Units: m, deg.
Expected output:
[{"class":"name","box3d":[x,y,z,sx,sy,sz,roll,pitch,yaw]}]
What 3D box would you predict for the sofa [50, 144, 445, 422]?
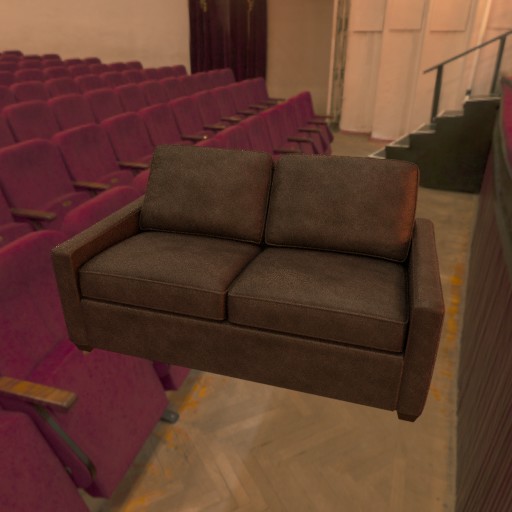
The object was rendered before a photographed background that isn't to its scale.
[{"class":"sofa","box3d":[0.000,0.000,2.257,1.732,0.916,0.939,8,27,15]}]
